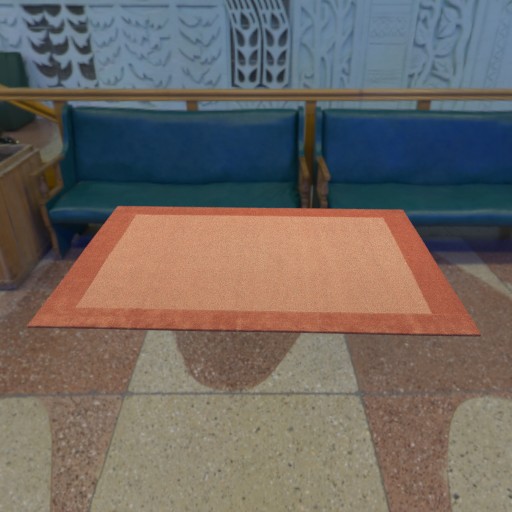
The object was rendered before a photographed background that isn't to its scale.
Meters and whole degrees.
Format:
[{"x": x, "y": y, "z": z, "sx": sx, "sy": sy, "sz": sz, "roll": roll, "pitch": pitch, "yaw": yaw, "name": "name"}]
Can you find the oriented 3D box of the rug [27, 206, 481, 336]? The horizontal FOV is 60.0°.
[{"x": 0.000, "y": 0.000, "z": 2.308, "sx": 1.829, "sy": 0.014, "sz": 1.219, "roll": 1, "pitch": 30, "yaw": 2, "name": "rug"}]
